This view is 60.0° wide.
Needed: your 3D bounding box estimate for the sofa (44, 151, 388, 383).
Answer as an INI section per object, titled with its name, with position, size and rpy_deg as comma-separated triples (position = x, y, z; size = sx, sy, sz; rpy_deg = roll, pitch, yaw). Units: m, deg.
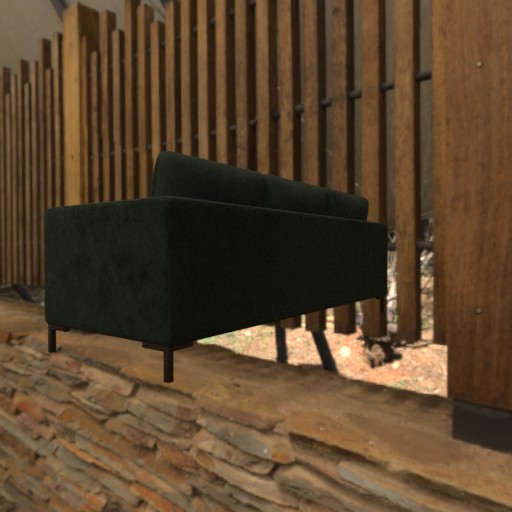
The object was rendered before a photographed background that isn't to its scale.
[sofa]
position = 0.000, 0.000, 2.693
size = 0.859, 0.870, 2.218
rpy_deg = 1, 1, 36
